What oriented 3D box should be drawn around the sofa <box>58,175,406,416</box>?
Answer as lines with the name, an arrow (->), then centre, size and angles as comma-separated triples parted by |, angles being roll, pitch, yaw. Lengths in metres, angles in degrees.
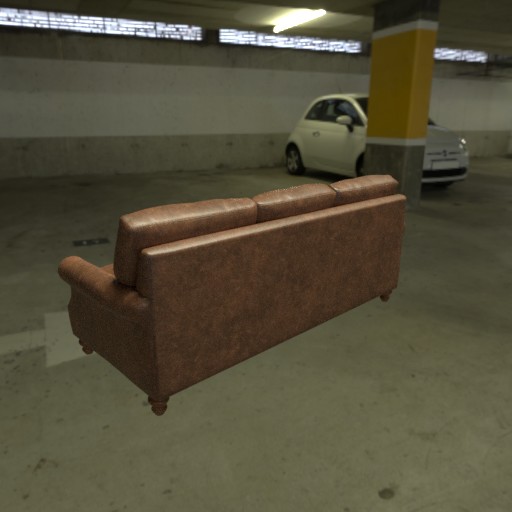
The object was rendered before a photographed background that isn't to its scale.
sofa -> 0.000, 0.000, 2.965 | 2.351, 0.977, 0.973 | -15, 23, -41
